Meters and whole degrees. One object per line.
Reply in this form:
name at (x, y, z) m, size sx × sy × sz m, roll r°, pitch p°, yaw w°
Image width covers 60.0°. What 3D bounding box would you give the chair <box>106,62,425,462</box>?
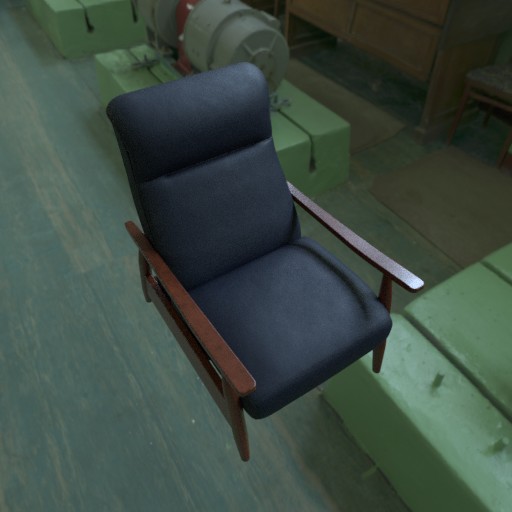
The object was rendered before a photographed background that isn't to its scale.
chair at (0.000, 0.000, 1.754) m, size 0.762 × 1.082 × 1.014 m, roll -25°, pitch 51°, yaw -22°
